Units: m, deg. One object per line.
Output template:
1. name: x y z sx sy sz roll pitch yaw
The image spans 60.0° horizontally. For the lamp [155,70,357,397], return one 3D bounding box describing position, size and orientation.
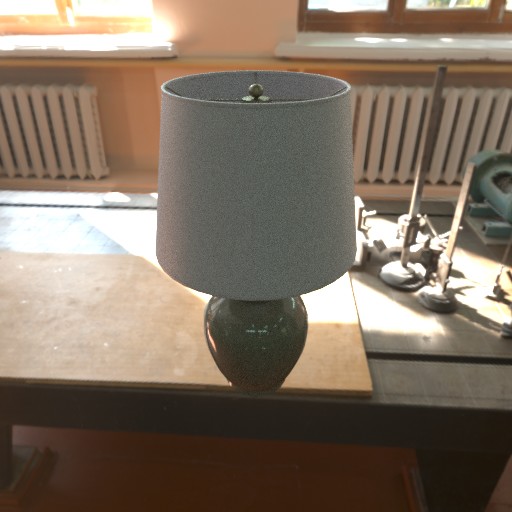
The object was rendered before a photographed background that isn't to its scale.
1. lamp: 0.000 0.000 0.545 0.239 0.399 0.239 0 30 0
